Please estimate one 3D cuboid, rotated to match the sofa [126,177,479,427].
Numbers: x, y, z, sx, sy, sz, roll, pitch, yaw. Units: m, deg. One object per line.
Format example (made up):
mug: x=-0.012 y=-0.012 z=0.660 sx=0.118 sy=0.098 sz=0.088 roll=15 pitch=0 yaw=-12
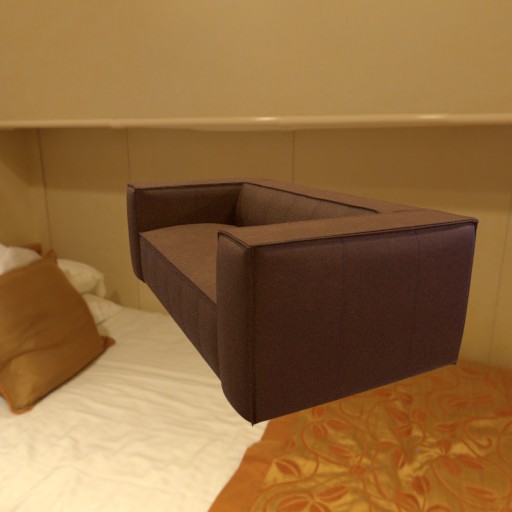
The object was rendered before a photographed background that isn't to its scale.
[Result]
sofa: x=0.000 y=0.000 z=2.541 sx=1.102 sy=0.703 sz=2.088 roll=-7 pitch=17 yaw=-25
